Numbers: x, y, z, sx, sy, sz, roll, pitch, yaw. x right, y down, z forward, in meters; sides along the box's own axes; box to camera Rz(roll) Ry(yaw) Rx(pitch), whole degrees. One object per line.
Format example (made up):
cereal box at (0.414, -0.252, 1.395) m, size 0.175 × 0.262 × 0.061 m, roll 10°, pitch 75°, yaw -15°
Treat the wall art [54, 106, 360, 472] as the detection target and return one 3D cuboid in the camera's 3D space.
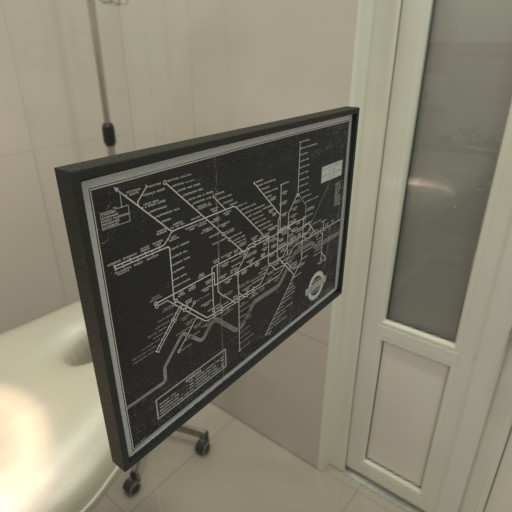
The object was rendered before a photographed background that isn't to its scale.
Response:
wall art at (0.000, 0.000, 0.535) m, size 0.021 × 0.301 × 0.443 m, roll 19°, pitch 31°, yaw 34°
